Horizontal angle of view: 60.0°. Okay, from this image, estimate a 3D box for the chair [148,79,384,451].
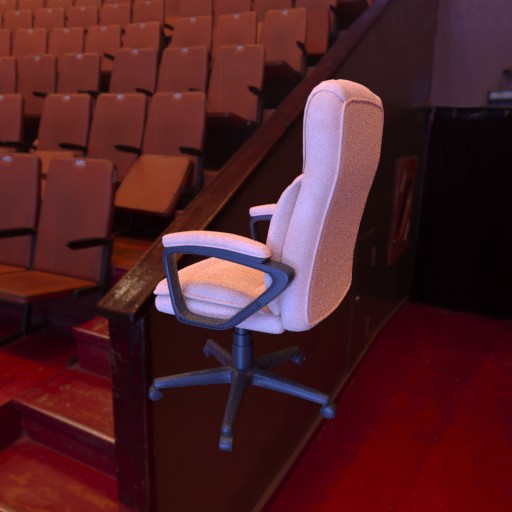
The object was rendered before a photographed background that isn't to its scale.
[{"bbox_3d":[0.000,0.000,1.543,0.724,1.105,0.667,8,17,26],"label":"chair"}]
